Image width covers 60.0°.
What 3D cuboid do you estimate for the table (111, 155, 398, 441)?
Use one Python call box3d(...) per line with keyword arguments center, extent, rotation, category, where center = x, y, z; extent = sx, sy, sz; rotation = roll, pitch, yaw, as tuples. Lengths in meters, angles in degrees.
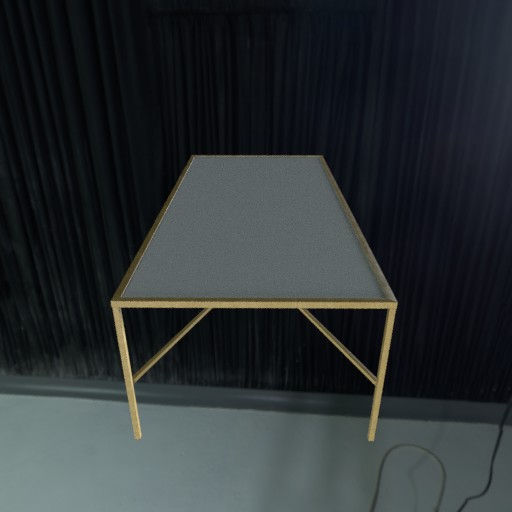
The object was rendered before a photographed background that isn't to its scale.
box3d(center=(0.000, 0.000, 1.524), extent=(0.580, 0.398, 1.206), rotation=(0, 27, 0), category="table")
